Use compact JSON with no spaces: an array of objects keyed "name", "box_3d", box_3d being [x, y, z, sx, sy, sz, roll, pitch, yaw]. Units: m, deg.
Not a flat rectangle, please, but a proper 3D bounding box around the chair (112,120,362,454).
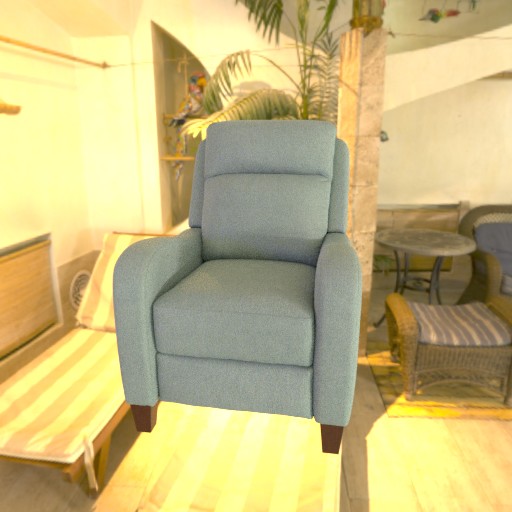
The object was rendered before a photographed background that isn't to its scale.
[{"name":"chair","box_3d":[0.000,0.000,1.779,0.785,1.067,0.988,3,16,9]}]
